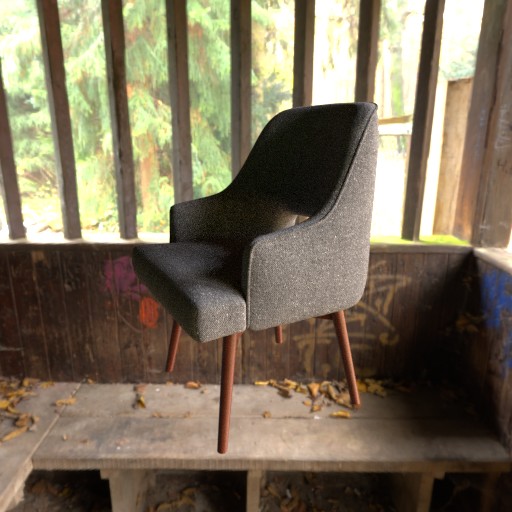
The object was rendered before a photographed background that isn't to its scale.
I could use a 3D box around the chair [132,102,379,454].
[{"bbox_3d":[0.000,0.000,1.315,0.629,0.875,0.608,-8,18,-27],"label":"chair"}]
